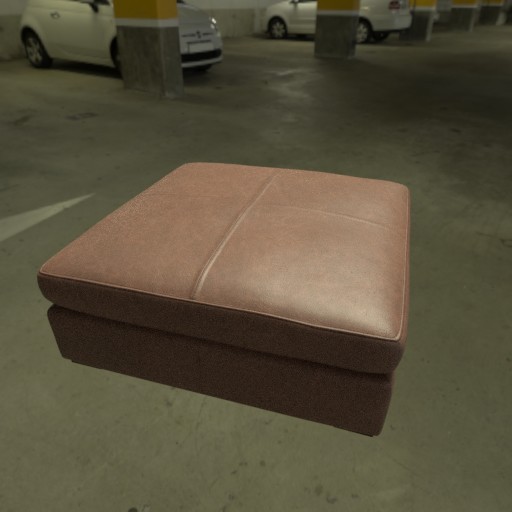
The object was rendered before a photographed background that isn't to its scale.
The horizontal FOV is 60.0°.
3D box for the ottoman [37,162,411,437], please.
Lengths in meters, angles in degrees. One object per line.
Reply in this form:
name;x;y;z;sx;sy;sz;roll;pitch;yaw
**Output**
ottoman;0.000;0.000;1.802;1.168;0.490;1.168;9;31;15
